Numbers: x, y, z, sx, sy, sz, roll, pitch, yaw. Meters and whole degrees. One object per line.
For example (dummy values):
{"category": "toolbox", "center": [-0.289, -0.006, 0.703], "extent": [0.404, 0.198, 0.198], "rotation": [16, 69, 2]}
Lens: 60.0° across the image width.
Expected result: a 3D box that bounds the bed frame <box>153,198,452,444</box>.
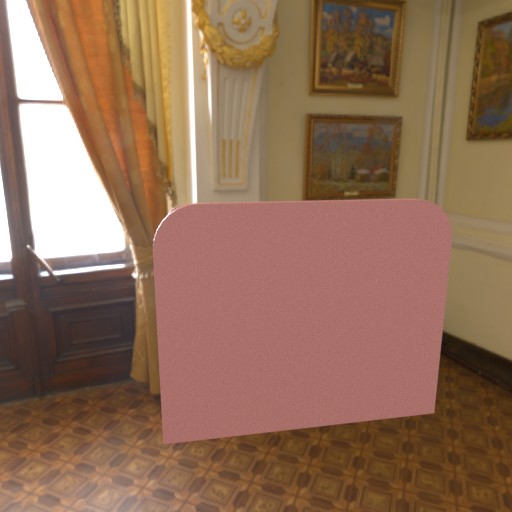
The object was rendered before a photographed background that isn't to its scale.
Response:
{"category": "bed frame", "center": [0.000, 0.000, 2.425], "extent": [0.998, 0.805, 1.963], "rotation": [-2, 13, -10]}
